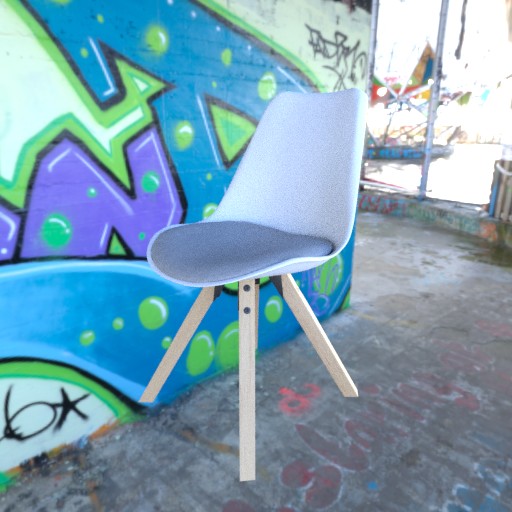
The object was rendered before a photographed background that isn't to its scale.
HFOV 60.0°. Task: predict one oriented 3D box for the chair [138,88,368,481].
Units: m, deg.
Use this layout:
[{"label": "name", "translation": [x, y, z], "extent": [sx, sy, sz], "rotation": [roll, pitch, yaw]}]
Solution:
[{"label": "chair", "translation": [0.000, 0.000, 1.178], "extent": [0.485, 0.850, 0.550], "rotation": [16, 23, 42]}]
